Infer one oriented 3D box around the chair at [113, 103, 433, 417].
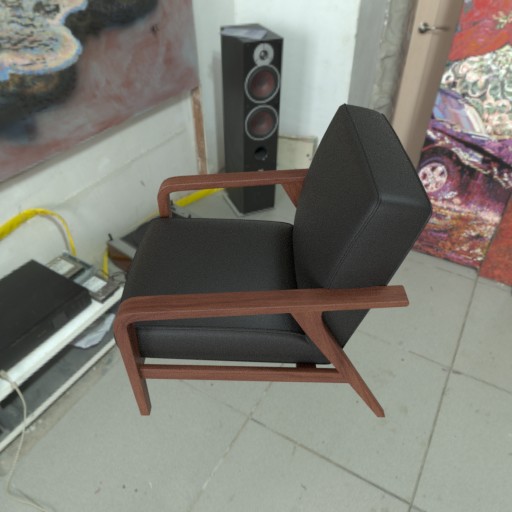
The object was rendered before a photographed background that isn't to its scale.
[{"bbox_3d":[0.000,0.000,1.504,0.889,0.861,0.719,0,40,1],"label":"chair"}]
